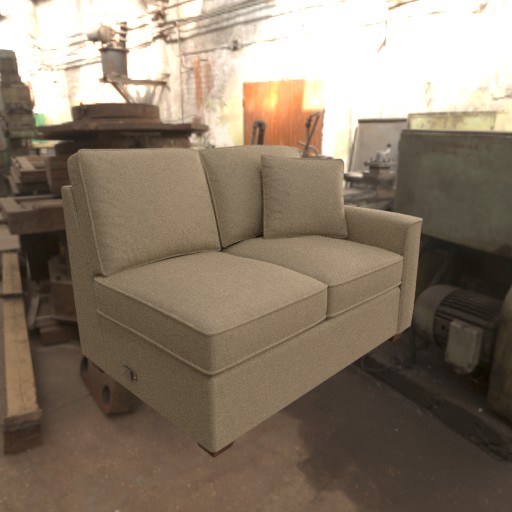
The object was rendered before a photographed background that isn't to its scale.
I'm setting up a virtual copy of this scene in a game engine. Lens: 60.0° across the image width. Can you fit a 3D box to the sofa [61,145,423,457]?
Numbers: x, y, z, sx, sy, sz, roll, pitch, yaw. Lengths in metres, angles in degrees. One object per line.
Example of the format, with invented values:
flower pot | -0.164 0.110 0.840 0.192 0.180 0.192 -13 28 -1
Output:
sofa | 0.000 0.000 2.067 0.991 0.989 1.388 15 22 43
